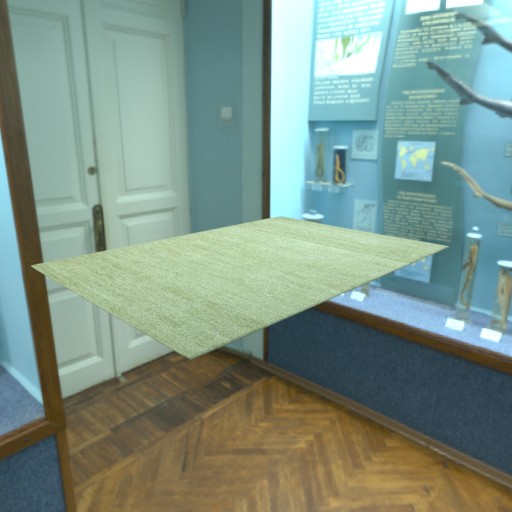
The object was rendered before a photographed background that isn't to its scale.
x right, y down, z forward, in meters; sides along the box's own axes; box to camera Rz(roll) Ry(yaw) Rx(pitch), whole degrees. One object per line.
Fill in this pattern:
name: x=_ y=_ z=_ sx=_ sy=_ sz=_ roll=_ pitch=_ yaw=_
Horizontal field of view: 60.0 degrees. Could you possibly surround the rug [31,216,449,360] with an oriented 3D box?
rug: x=0.000 y=0.000 z=2.917 sx=2.270 sy=0.017 sz=1.606 roll=-15 pitch=22 yaw=-43
